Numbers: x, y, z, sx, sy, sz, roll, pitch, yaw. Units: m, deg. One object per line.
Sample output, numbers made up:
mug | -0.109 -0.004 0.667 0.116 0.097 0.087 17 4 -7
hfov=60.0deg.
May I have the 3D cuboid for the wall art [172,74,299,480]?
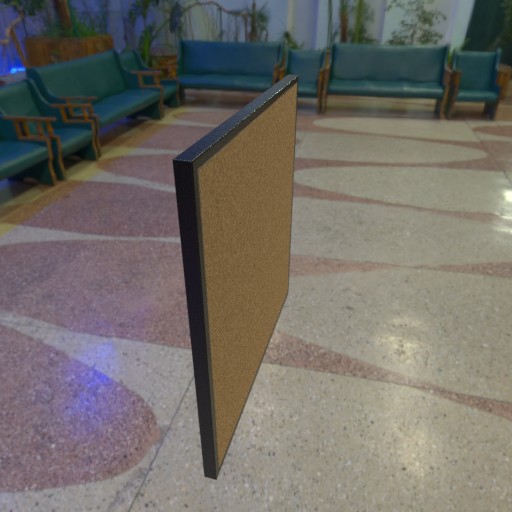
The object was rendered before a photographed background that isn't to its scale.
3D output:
wall art | 0.000 0.000 0.524 0.014 0.349 0.349 9 32 14
